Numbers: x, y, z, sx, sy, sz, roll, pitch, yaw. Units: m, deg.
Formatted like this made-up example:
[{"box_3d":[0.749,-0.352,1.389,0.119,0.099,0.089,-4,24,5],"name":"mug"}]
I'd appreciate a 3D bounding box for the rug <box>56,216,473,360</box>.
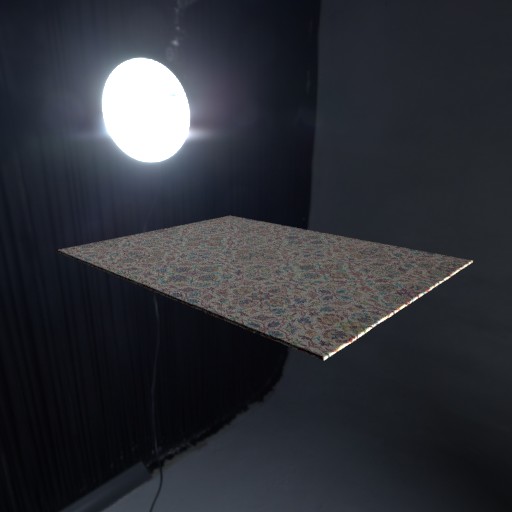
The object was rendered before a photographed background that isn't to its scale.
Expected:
[{"box_3d":[0.000,0.000,4.276,3.215,0.020,2.446,14,22,40],"name":"rug"}]
